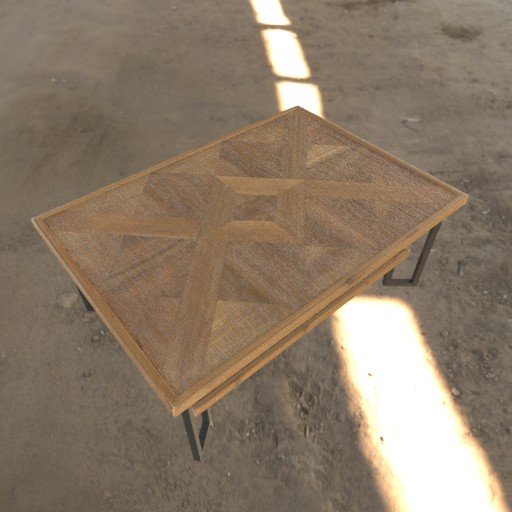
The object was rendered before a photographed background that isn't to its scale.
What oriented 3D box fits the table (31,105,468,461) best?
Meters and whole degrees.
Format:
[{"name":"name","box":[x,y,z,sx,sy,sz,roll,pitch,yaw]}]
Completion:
[{"name":"table","box":[0.000,0.000,1.703,1.238,0.492,0.877,-31,53,-27]}]
